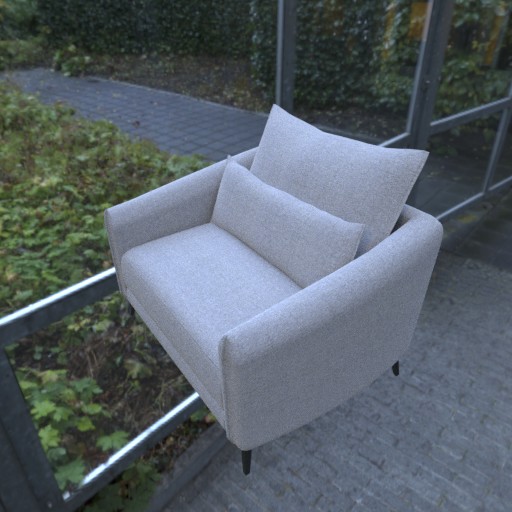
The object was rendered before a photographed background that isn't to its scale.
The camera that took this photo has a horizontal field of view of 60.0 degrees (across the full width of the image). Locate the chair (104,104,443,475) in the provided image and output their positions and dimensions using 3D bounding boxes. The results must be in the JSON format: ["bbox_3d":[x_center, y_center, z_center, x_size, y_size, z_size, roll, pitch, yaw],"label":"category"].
[{"bbox_3d":[0.000,0.000,1.622,0.801,0.856,1.029,-21,38,-29],"label":"chair"}]
